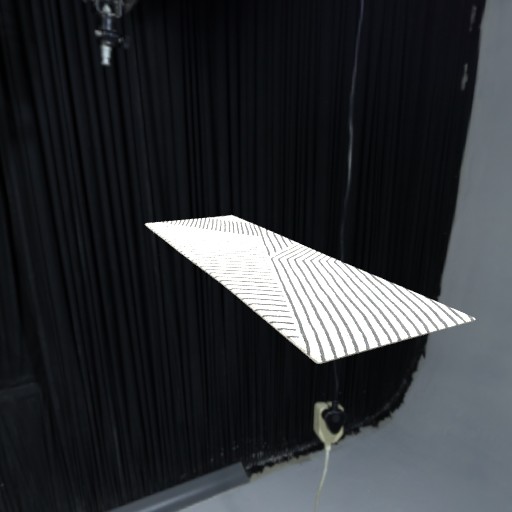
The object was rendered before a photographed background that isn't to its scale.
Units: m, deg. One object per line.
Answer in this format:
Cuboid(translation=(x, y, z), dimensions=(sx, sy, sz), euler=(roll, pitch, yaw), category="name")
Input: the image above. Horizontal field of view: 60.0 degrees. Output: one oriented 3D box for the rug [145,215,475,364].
Cuboid(translation=(0.000, 0.000, 2.670), dimensions=(0.773, 0.020, 2.439), euler=(-8, 18, -26), category="rug")
